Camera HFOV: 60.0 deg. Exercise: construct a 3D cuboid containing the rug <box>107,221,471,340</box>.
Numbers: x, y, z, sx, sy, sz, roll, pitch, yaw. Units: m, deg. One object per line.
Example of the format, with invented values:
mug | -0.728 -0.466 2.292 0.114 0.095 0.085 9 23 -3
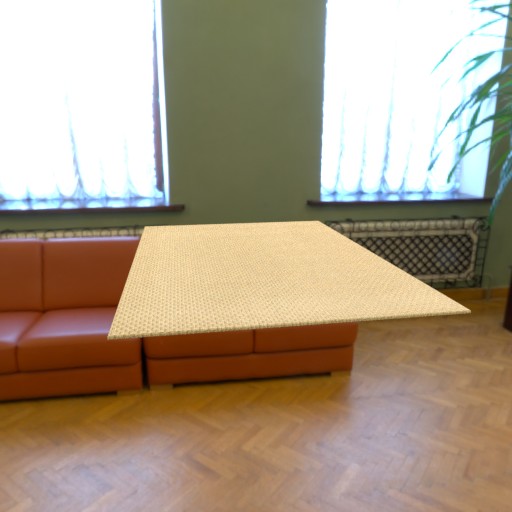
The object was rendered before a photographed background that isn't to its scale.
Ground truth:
rug | 0.000 0.000 2.809 1.509 0.013 2.144 -3 15 -10
